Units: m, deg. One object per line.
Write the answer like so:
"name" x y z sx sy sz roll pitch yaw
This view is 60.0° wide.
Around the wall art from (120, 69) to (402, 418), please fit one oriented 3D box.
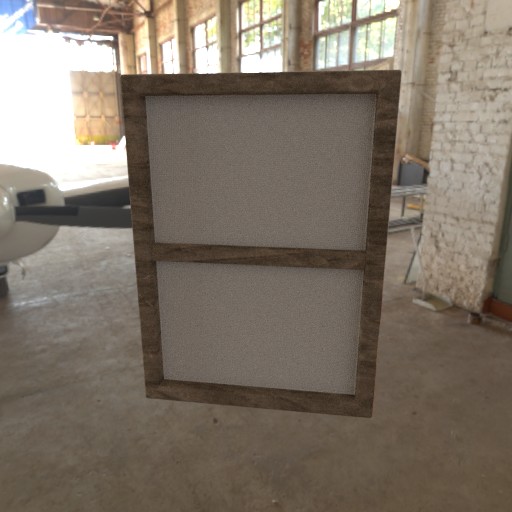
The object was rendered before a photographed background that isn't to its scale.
"wall art" 0.000 0.000 0.789 0.443 0.605 0.035 2 17 8
